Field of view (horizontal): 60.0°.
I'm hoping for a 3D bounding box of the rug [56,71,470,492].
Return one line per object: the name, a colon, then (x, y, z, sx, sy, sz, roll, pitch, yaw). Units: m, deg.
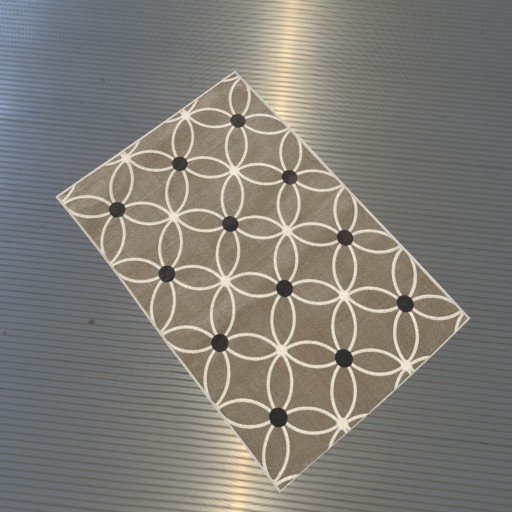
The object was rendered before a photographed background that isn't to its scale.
rug: (0.000, 0.000, 2.796, 1.522, 0.008, 2.284, -39, 78, -9)
